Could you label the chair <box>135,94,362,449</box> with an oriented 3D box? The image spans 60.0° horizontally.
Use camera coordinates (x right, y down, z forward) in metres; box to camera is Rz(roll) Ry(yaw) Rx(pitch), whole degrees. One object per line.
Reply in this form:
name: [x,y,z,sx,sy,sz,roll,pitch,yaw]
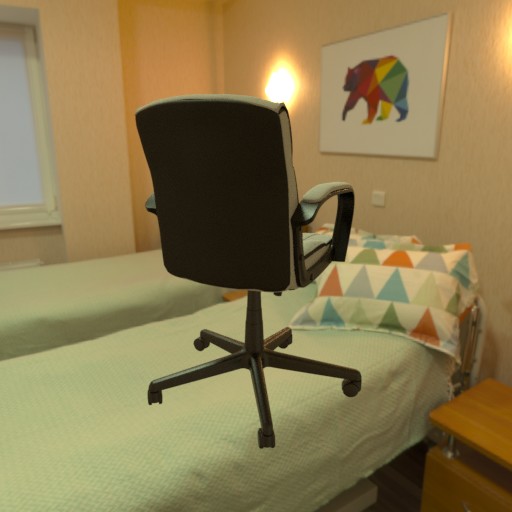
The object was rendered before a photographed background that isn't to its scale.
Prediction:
chair: [0.000,0.000,1.529,0.739,1.004,0.717,7,17,25]
